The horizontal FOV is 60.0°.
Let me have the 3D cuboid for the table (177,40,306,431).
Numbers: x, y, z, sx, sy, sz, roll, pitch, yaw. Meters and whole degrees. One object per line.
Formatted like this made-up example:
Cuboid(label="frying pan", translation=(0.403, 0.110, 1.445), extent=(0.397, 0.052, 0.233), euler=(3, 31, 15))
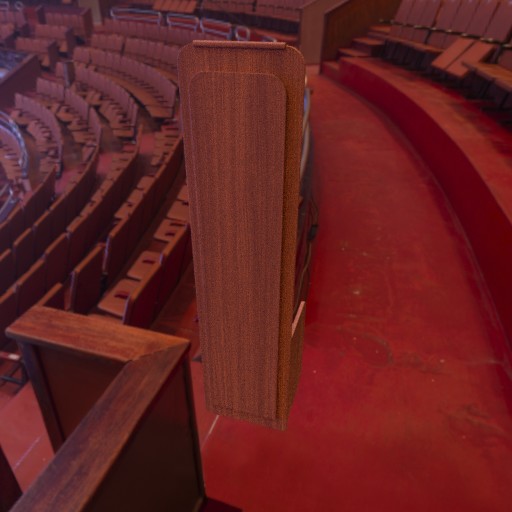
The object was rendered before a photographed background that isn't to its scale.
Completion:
Cuboid(label="table", translation=(0.000, 0.000, 2.062), extent=(0.450, 1.830, 0.420), euler=(9, 31, 15))
